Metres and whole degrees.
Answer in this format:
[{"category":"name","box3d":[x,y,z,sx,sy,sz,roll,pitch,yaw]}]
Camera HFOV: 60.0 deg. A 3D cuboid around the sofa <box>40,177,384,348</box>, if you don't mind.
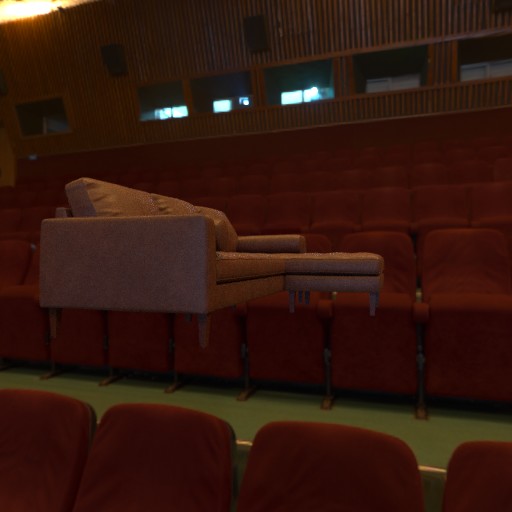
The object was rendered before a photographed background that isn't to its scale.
[{"category":"sofa","box3d":[0.000,0.000,3.012,1.613,0.841,2.185,0,0,18]}]
